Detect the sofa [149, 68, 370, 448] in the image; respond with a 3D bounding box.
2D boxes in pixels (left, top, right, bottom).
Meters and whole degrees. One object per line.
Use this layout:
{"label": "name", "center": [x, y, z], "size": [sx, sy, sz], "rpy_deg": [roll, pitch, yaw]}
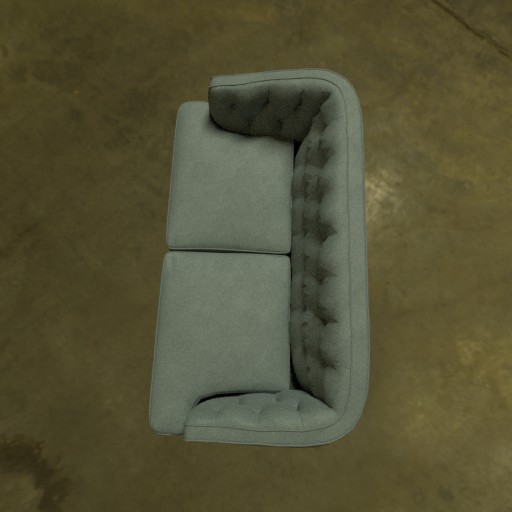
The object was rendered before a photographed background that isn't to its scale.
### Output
{"label": "sofa", "center": [0.000, 0.000, 2.252], "size": [0.941, 0.855, 1.733], "rpy_deg": [2, 75, 1]}
